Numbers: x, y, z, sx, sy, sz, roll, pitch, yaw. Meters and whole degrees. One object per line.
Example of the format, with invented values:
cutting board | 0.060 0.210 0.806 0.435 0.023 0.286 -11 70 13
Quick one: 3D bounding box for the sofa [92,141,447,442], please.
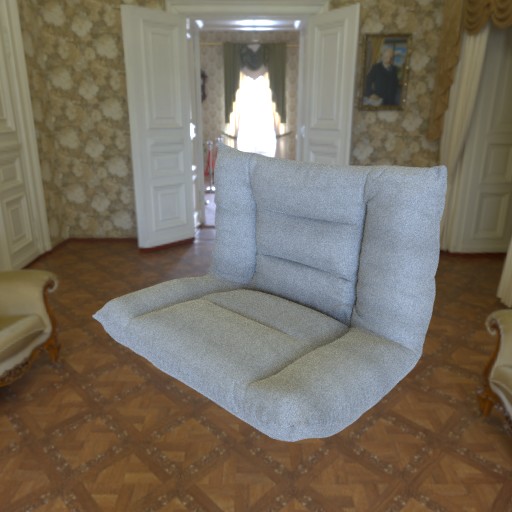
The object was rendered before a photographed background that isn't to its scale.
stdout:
sofa | 0.000 0.000 1.688 1.144 0.795 0.847 16 23 42
